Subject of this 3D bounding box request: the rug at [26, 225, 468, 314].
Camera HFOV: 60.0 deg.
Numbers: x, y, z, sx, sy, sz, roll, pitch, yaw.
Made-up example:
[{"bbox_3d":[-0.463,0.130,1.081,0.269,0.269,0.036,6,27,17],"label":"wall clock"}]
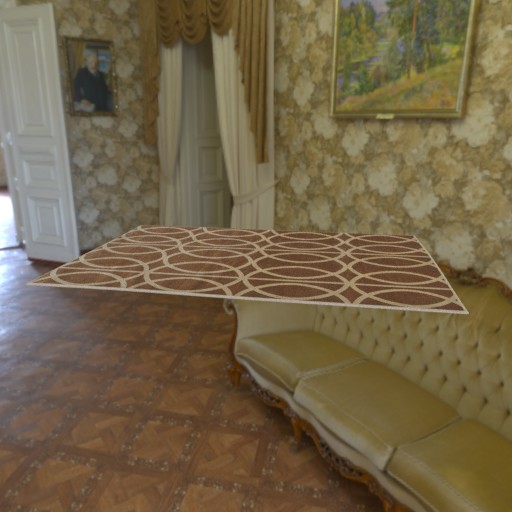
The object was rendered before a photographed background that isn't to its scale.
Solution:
[{"bbox_3d":[0.000,0.000,2.957,2.294,0.014,1.528,3,17,9],"label":"rug"}]
